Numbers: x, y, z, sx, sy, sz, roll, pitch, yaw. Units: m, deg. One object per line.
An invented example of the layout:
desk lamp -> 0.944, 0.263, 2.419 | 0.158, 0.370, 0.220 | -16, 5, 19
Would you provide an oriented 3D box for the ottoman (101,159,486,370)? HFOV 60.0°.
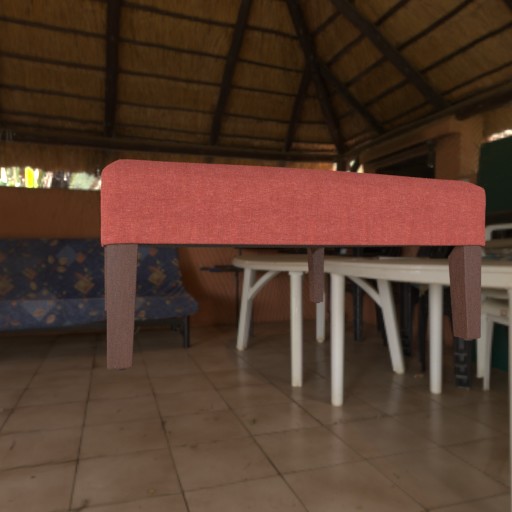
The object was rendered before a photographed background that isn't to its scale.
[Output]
ottoman -> 0.000, 0.000, 1.352 | 0.890, 0.411, 0.889 | 0, 1, -19
